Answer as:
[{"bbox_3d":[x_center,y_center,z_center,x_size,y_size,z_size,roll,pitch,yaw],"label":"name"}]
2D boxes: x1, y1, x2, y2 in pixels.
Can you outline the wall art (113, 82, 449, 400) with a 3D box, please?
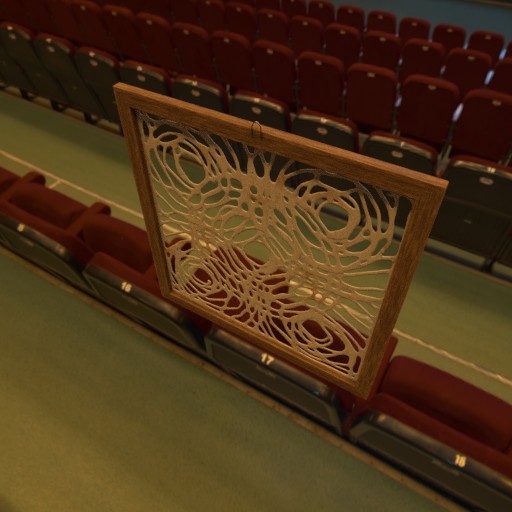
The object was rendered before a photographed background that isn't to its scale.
[{"bbox_3d":[0.000,0.000,0.852,0.561,0.576,0.021,23,50,21],"label":"wall art"}]
